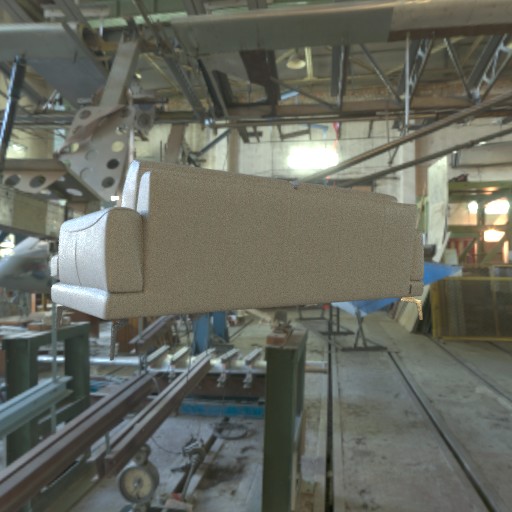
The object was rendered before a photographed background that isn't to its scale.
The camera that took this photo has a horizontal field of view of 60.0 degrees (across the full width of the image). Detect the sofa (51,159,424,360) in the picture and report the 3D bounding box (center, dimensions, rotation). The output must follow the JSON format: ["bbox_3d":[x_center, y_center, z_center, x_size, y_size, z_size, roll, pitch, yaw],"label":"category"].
[{"bbox_3d":[0.000,0.000,2.462,1.940,0.765,0.974,1,-1,-36],"label":"sofa"}]
